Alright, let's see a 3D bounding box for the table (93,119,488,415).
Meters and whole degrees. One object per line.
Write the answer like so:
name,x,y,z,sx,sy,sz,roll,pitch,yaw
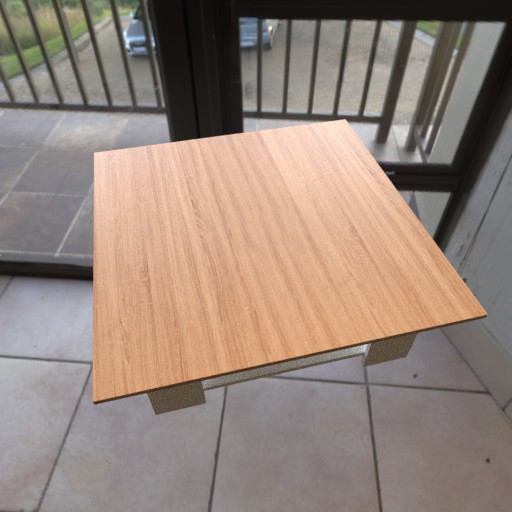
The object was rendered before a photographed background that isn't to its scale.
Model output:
table,0.000,0.000,1.362,0.890,0.305,0.890,-10,48,-9
